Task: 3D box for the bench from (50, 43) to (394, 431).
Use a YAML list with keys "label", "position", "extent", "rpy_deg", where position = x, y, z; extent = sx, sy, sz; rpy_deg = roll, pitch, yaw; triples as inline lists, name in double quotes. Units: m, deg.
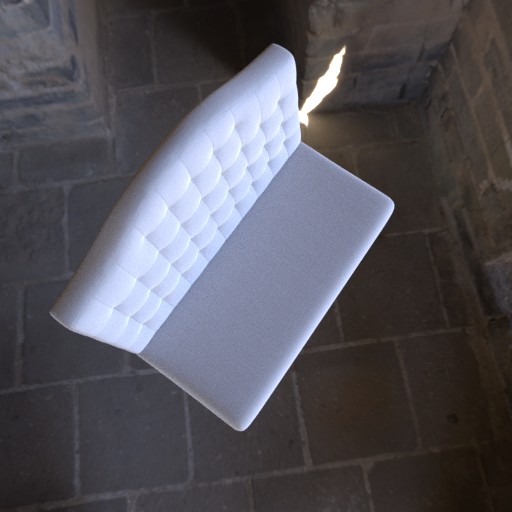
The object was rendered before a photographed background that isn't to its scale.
- label: "bench"
  position: [0.000, 0.000, 1.991]
  extent: [0.815, 1.180, 1.335]
  rpy_deg: [35, 78, 8]
